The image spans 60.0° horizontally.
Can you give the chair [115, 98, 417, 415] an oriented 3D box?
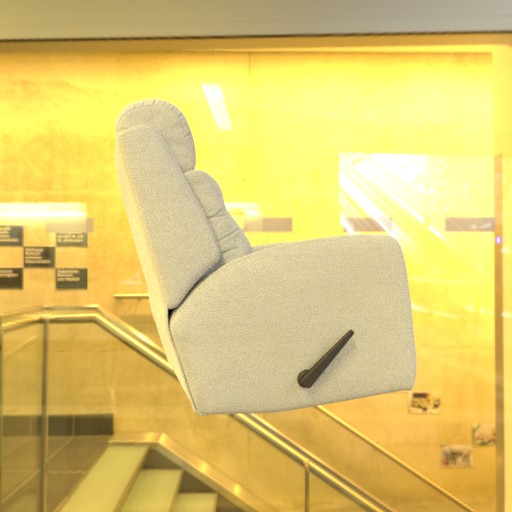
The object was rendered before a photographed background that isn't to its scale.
[{"bbox_3d":[0.000,0.000,1.714,1.043,1.013,0.798,0,-1,-18],"label":"chair"}]
